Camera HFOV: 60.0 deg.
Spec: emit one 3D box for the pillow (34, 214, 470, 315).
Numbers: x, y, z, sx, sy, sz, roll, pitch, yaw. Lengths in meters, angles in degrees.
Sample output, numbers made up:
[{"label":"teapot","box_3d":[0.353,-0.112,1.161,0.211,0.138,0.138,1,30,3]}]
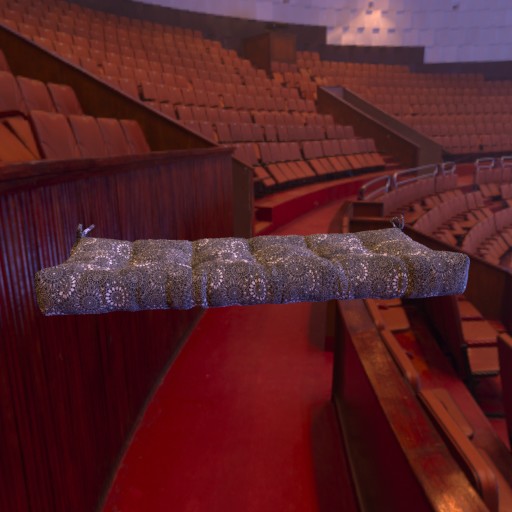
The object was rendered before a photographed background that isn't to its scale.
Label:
[{"label":"pillow","box_3d":[0.000,0.000,1.360,1.194,0.174,0.511,-2,15,-8]}]
